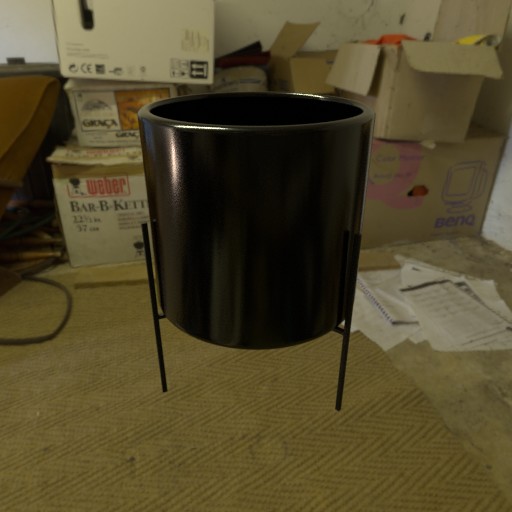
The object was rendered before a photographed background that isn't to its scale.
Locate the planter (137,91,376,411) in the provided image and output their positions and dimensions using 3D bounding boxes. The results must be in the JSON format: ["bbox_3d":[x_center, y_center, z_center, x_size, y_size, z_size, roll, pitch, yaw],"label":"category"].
[{"bbox_3d":[0.000,0.000,0.666,0.310,0.432,0.310,-19,33,-32],"label":"planter"}]
